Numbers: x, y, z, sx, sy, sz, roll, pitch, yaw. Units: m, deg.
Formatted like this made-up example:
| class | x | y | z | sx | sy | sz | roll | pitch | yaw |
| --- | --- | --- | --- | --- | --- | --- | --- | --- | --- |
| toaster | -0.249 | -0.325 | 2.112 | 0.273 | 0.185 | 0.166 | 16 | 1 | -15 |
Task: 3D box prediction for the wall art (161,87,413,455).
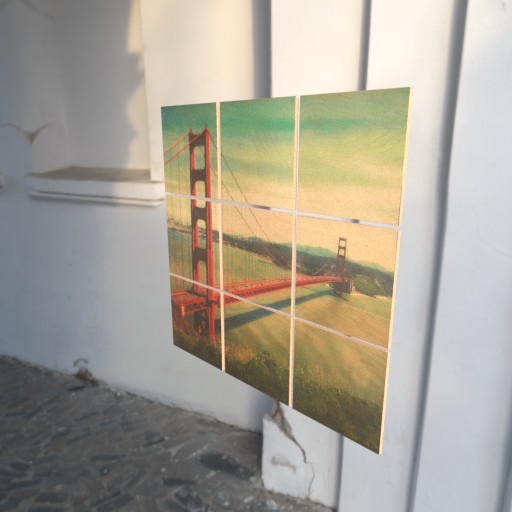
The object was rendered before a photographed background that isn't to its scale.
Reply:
| class | x | y | z | sx | sy | sz | roll | pitch | yaw |
| --- | --- | --- | --- | --- | --- | --- | --- | --- | --- |
| wall art | 0.000 | 0.000 | 1.805 | 1.217 | 1.207 | 0.016 | 14 | 21 | 42 |
